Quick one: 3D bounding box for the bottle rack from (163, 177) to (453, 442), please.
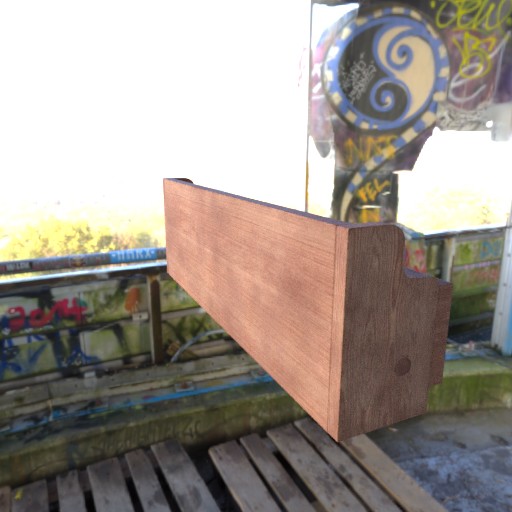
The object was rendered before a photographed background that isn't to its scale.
[{"bbox_3d":[0.000,0.000,0.669,0.126,0.196,0.608,-7,15,-25],"label":"bottle rack"}]
